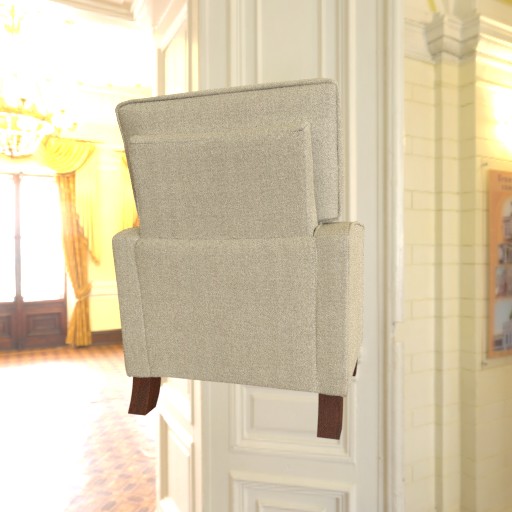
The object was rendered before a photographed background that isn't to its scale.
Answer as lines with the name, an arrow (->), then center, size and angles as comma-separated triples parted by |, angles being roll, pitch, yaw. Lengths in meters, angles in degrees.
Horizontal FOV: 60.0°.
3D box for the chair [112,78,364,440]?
chair -> 0.000, 0.000, 1.422 | 0.648, 0.888, 0.754 | 0, 1, 17
